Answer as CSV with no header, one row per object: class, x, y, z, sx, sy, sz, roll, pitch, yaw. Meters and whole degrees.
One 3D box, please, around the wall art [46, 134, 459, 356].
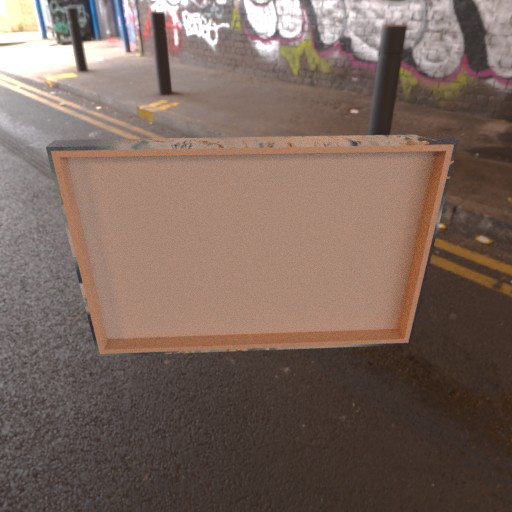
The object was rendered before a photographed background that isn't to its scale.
wall art,0.000,0.000,0.770,0.607,0.405,0.036,-2,31,-3
